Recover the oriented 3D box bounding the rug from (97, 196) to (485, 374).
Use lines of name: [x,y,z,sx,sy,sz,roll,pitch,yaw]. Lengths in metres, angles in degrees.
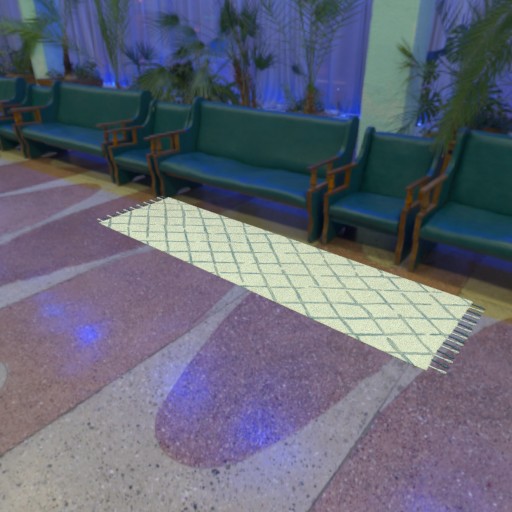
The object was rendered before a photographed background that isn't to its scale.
rug: [0.000,0.000,2.582,2.372,0.008,0.620,21,35,34]
